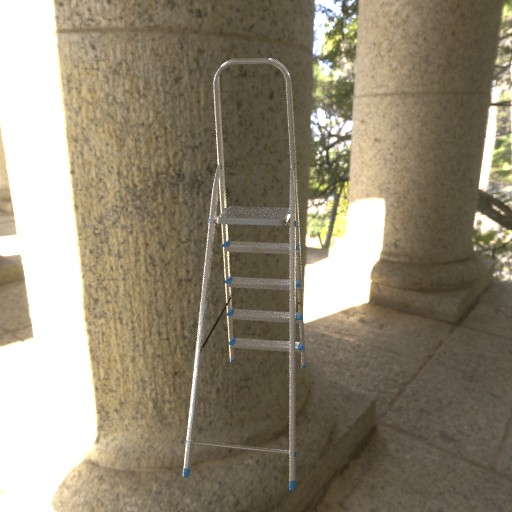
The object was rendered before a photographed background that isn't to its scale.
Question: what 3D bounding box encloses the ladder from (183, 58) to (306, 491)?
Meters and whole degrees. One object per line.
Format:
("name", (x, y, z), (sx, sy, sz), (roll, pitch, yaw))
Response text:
("ladder", (0.000, 0.000, 2.043), (0.468, 1.648, 0.990), (2, 16, 8))
